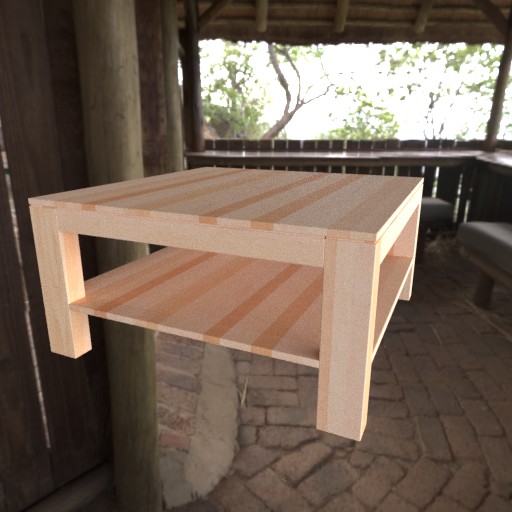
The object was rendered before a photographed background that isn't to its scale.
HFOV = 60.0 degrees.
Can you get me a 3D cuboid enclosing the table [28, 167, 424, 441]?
[{"bbox_3d":[0.000,0.000,1.436,0.900,0.450,0.900,8,19,24],"label":"table"}]
